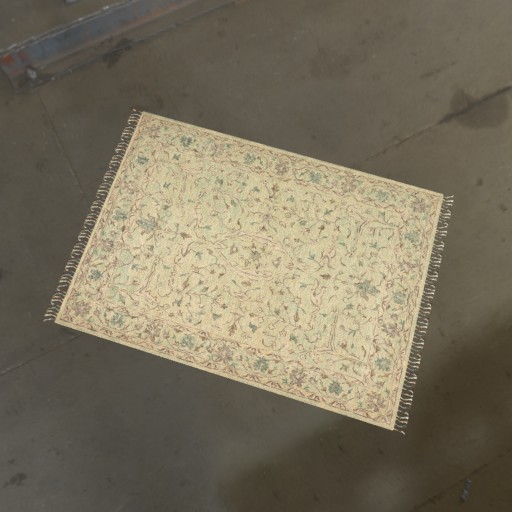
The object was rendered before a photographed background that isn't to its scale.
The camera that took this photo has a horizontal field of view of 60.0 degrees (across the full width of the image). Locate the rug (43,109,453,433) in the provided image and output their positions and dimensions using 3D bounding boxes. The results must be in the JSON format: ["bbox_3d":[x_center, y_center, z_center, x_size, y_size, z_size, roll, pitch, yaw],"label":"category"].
[{"bbox_3d":[0.000,0.000,2.246,1.802,0.008,1.247,17,76,4],"label":"rug"}]
